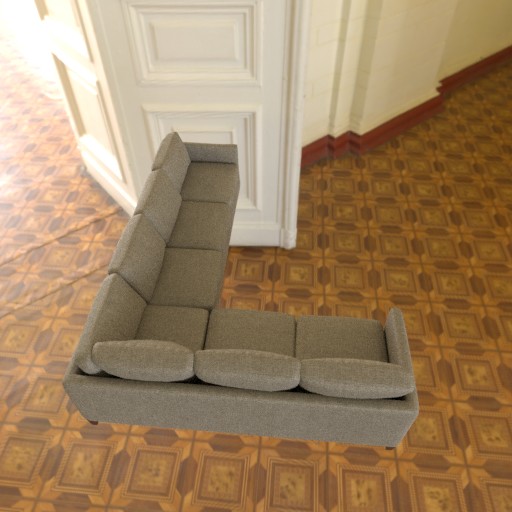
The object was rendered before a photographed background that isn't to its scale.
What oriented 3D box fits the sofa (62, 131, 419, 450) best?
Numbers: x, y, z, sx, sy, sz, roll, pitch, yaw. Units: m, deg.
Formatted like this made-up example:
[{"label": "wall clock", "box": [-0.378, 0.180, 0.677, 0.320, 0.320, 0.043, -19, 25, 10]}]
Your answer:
[{"label": "sofa", "box": [0.000, 0.000, 4.412, 2.593, 0.947, 3.302, 4, 46, 3]}]
